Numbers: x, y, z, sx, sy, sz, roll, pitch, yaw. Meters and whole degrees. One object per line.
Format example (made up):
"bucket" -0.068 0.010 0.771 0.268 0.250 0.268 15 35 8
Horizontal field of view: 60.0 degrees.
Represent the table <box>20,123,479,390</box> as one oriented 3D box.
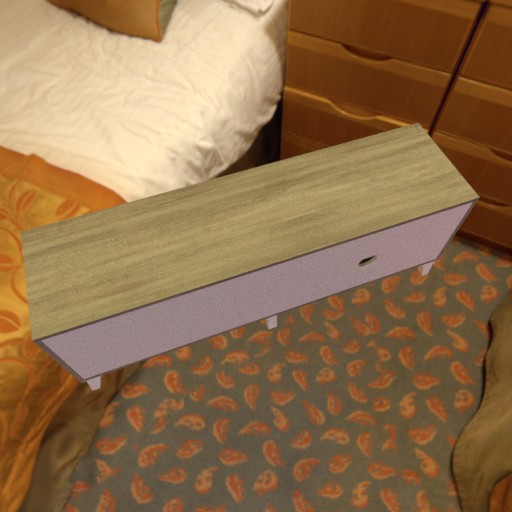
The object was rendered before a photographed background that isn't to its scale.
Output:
"table" 0.000 0.000 1.716 1.500 0.530 0.400 -17 60 -11
